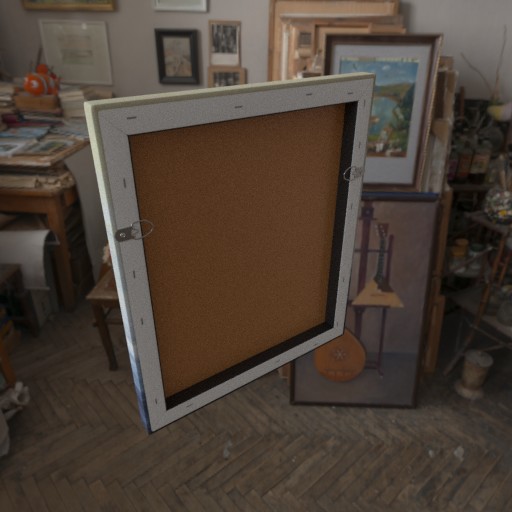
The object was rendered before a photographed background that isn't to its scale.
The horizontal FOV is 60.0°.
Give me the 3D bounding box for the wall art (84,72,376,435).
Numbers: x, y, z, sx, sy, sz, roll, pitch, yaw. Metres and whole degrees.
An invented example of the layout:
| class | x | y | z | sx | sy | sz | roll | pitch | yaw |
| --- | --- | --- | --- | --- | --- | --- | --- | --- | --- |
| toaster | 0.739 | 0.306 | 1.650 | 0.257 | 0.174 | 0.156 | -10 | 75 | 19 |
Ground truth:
| class | x | y | z | sx | sy | sz | roll | pitch | yaw |
| --- | --- | --- | --- | --- | --- | --- | --- | --- | --- |
| wall art | 0.000 | 0.000 | 0.977 | 0.608 | 0.710 | 0.041 | -19 | 35 | -30 |
